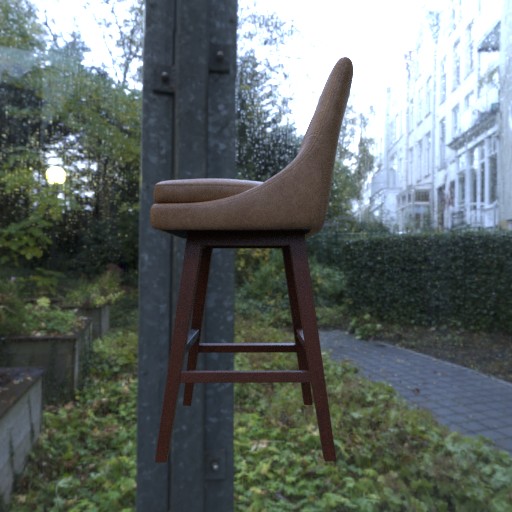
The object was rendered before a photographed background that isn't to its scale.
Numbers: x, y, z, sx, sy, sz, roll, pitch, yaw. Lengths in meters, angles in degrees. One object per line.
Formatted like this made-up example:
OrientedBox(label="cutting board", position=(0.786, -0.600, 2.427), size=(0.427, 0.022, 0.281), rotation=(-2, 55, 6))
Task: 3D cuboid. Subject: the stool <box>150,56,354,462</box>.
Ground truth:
OrientedBox(label="stool", position=(0.000, 0.000, 1.402), size=(0.572, 1.079, 0.487), rotation=(0, -1, 0))
